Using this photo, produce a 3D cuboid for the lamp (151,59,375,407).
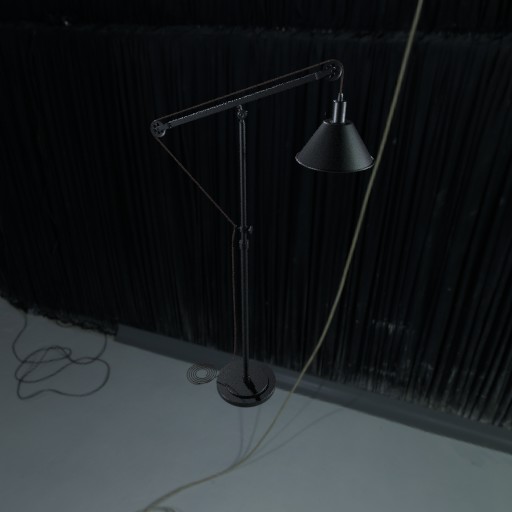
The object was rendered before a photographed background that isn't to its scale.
[{"bbox_3d":[0.000,0.000,1.970,0.904,1.626,0.319,9,32,15],"label":"lamp"}]
